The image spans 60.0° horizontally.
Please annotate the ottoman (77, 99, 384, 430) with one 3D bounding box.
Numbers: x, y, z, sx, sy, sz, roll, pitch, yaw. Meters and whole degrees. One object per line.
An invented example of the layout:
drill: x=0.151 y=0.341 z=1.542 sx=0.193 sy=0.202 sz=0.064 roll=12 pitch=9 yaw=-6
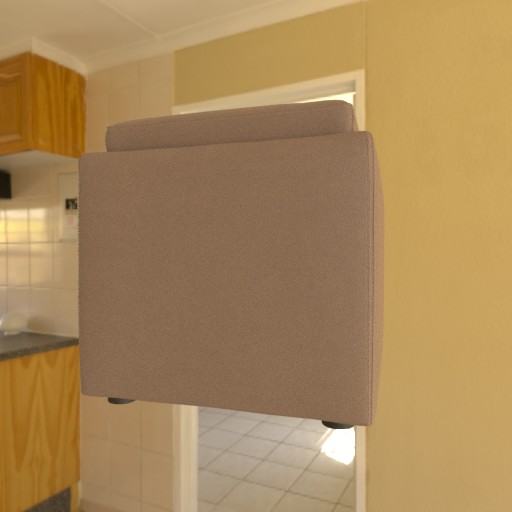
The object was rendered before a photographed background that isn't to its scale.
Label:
ottoman: x=0.000 y=0.000 z=0.818 sx=0.451 sy=0.460 sz=0.450 roll=0 pitch=0 yaw=17
